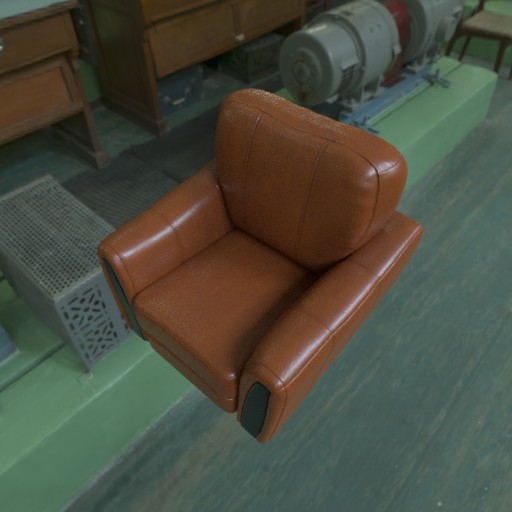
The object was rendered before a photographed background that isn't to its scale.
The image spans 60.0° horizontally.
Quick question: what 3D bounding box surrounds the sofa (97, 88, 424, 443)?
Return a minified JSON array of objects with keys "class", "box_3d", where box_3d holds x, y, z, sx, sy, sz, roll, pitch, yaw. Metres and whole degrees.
[{"class":"sofa","box_3d":[0.000,0.000,1.536,0.836,0.876,0.789,32,54,27]}]
